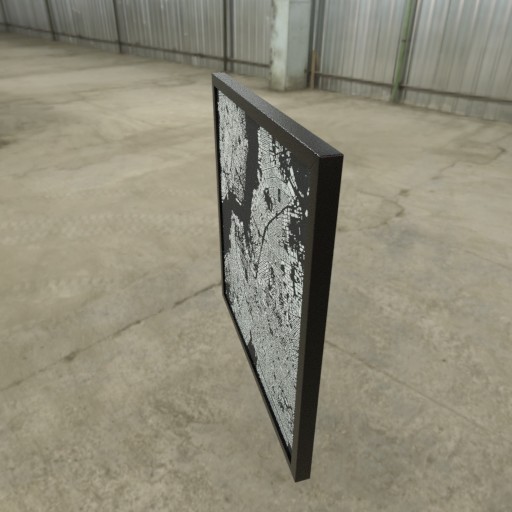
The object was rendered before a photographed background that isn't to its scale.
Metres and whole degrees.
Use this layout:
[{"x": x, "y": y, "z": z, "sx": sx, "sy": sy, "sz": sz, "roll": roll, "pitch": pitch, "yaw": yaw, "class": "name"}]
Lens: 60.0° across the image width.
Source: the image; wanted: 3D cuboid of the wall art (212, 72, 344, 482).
[{"x": 0.000, "y": 0.000, "z": 1.124, "sx": 0.038, "sy": 0.761, "sz": 0.755, "roll": -9, "pitch": 32, "yaw": -14, "class": "wall art"}]
